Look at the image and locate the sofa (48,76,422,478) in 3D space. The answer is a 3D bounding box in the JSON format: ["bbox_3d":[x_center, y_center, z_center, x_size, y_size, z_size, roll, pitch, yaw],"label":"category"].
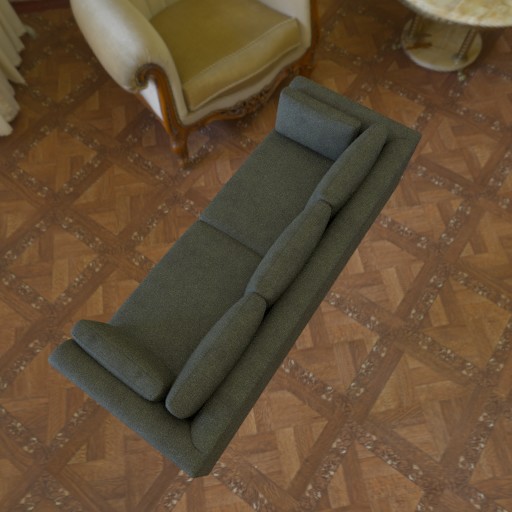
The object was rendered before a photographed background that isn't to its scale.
[{"bbox_3d":[0.000,0.000,2.833,0.969,0.867,2.415,32,69,14],"label":"sofa"}]
